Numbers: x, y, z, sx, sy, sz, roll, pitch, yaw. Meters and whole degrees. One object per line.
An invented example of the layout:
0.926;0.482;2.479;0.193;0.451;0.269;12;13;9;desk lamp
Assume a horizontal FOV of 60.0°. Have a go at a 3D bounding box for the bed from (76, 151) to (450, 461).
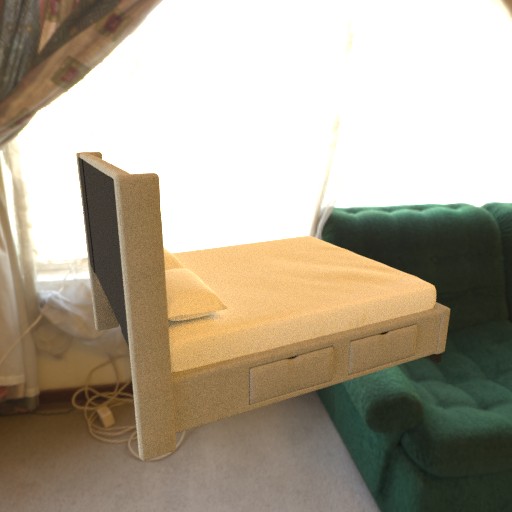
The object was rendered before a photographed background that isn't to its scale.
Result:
0.000;0.000;3.331;2.222;1.491;1.774;-8;19;-25;bed
